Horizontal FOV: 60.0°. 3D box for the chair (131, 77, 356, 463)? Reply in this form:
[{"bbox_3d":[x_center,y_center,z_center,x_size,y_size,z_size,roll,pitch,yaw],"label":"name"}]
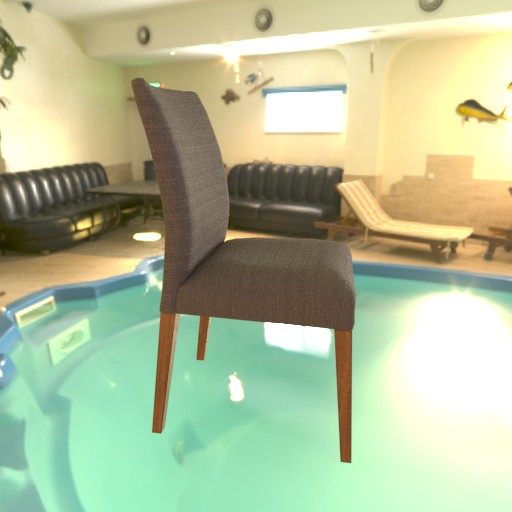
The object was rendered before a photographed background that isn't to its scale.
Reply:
[{"bbox_3d":[0.000,0.000,1.294,0.585,0.940,0.496,3,16,10],"label":"chair"}]
